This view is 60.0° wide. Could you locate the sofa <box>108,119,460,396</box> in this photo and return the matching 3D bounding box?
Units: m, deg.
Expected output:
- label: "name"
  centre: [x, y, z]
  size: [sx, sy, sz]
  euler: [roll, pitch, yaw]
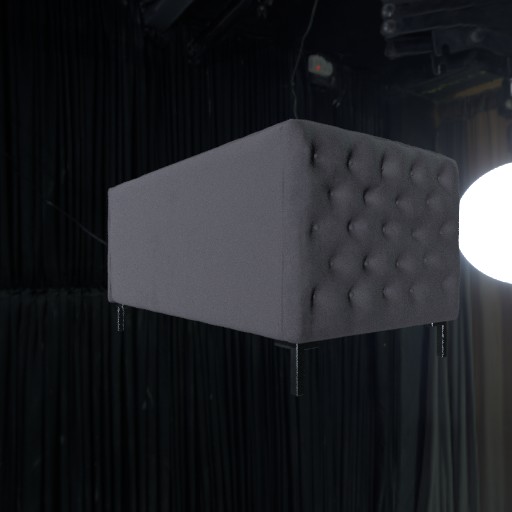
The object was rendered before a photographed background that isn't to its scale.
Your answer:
- label: "sofa"
  centre: [0.000, 0.000, 2.104]
  size: [0.909, 0.810, 1.583]
  euler: [0, -1, -37]
